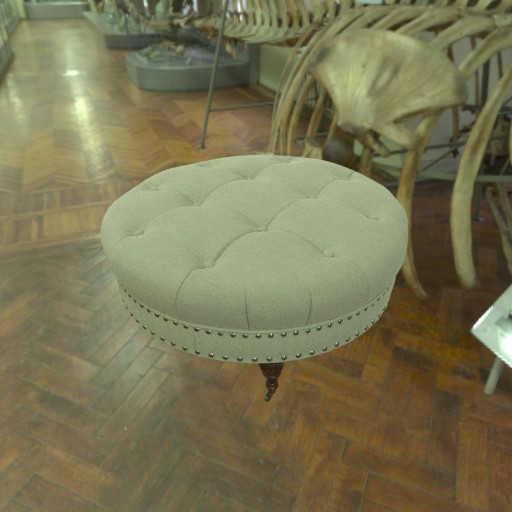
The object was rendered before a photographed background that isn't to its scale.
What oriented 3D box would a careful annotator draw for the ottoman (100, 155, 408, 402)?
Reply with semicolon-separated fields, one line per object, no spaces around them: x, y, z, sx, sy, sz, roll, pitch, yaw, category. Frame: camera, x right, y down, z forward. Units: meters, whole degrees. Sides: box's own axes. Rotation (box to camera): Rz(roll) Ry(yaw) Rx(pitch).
0.000;0.000;1.404;0.901;0.439;0.901;0;32;0;ottoman
